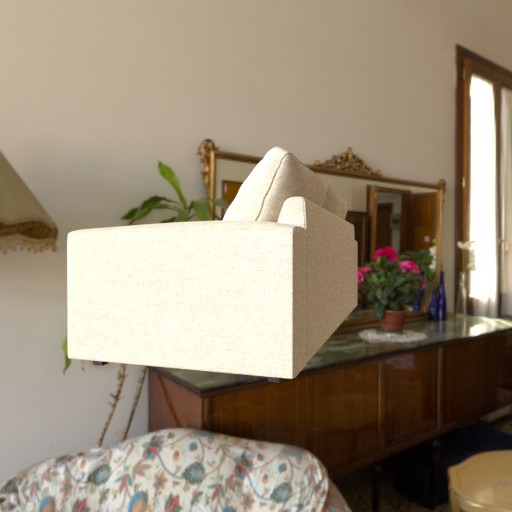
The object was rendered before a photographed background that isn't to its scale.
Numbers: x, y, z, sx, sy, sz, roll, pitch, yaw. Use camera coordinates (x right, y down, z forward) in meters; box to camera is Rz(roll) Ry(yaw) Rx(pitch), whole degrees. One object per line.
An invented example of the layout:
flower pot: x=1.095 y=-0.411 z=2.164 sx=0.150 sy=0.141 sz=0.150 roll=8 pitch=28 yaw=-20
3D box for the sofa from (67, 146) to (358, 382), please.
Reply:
sofa: x=0.000 y=0.000 z=2.794 sx=1.040 sy=0.922 sz=2.299 roll=0 pitch=1 yaw=18
